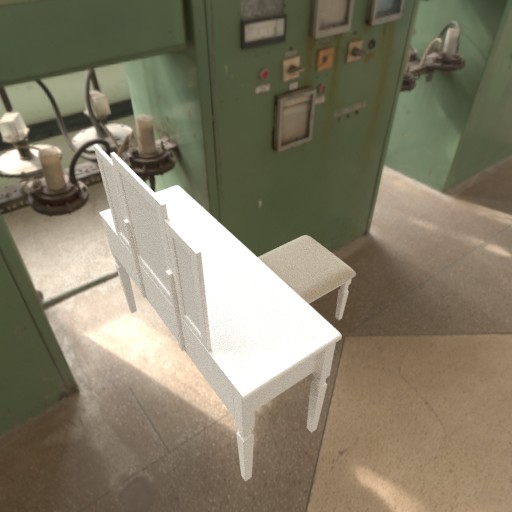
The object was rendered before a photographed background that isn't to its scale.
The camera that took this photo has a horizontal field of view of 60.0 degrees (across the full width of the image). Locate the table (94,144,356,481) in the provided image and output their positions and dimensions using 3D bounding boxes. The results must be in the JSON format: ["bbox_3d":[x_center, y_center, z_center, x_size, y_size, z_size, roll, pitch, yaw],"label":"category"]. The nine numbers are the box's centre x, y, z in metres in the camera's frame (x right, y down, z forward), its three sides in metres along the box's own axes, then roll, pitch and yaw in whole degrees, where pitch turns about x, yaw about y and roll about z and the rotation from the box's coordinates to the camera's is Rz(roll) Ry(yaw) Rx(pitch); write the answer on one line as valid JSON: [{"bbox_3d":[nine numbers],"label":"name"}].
[{"bbox_3d":[0.000,0.000,2.263,1.115,1.310,1.369,-25,47,-26],"label":"table"}]
